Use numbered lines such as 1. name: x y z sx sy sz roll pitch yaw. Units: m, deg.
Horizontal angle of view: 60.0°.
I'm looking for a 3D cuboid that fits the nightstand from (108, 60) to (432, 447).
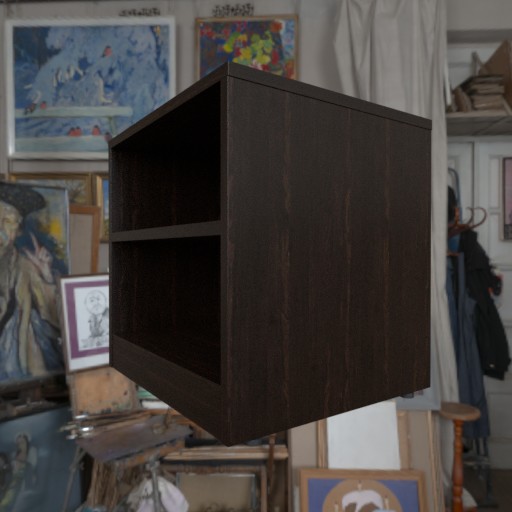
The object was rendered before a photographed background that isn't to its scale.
1. nightstand: 0.000 0.000 0.870 0.427 0.487 0.489 0 1 -35
